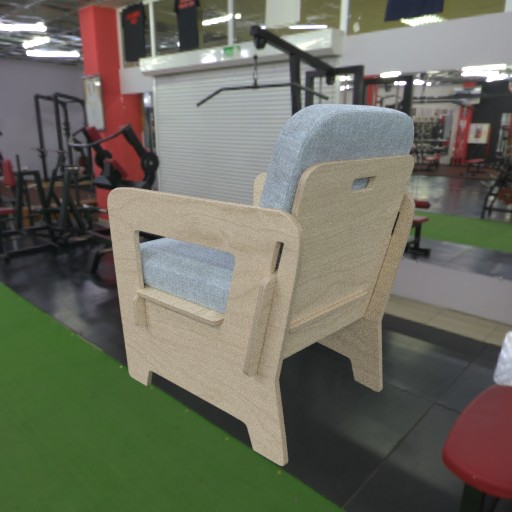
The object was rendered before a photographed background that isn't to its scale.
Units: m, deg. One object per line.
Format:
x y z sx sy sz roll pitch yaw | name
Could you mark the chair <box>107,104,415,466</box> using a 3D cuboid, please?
0.000 0.000 1.265 0.590 0.800 0.710 -16 23 -42 | chair
